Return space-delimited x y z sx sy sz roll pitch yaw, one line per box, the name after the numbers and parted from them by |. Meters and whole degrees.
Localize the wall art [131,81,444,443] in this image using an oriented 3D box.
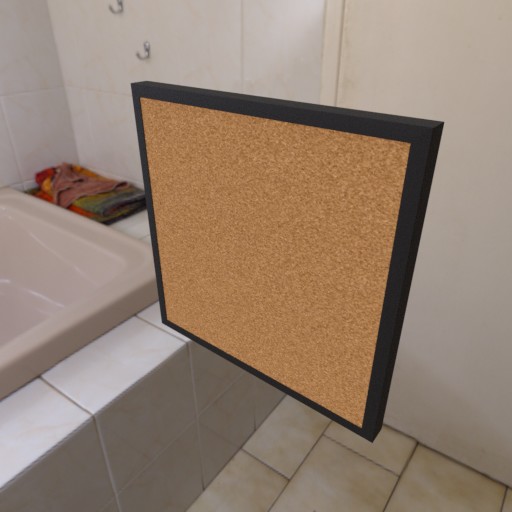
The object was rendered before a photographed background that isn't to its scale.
0.000 0.000 0.741 0.506 0.503 0.036 21 36 32 | wall art
